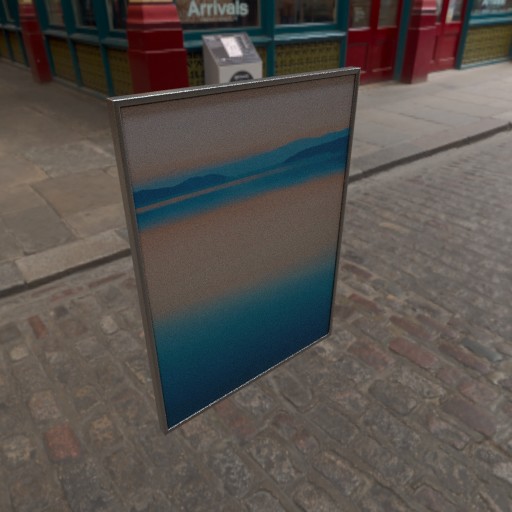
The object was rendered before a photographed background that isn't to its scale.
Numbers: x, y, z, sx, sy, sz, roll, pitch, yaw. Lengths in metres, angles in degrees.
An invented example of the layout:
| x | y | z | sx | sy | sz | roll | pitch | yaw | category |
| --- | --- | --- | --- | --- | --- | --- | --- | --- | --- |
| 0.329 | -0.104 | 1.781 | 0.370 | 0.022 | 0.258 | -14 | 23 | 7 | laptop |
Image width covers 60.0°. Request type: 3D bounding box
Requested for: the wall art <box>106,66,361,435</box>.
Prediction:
| x | y | z | sx | sy | sz | roll | pitch | yaw | category |
| --- | --- | --- | --- | --- | --- | --- | --- | --- | --- |
| 0.000 | 0.000 | 1.423 | 0.801 | 1.062 | 0.037 | -22 | 37 | -33 | wall art |
